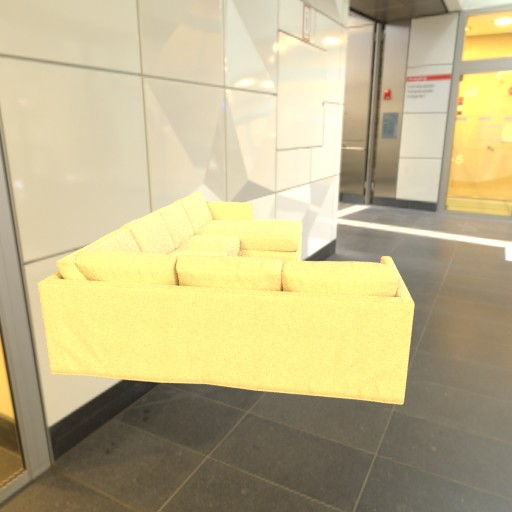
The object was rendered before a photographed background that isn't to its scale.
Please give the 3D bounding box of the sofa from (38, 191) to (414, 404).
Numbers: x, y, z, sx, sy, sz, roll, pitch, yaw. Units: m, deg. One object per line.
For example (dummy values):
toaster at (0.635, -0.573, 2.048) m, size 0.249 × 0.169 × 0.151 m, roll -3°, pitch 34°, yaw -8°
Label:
sofa at (0.000, 0.000, 4.468) m, size 2.427 × 0.882 × 3.460 m, roll 2°, pitch 16°, yaw 8°
